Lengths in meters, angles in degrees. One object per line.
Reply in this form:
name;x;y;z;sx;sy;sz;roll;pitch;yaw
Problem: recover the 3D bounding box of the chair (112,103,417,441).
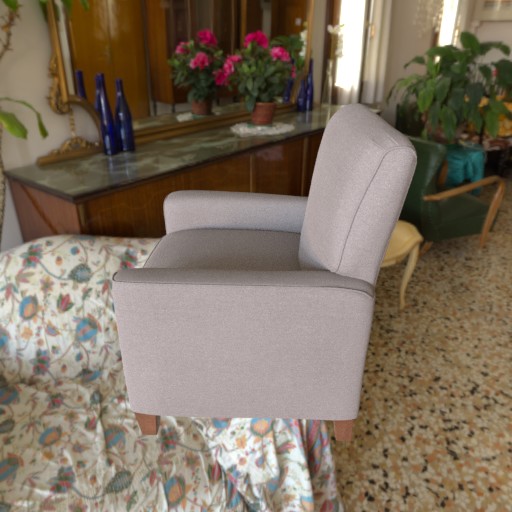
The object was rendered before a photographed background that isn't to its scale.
chair;0.000;0.000;1.631;0.859;1.023;0.845;1;26;2
